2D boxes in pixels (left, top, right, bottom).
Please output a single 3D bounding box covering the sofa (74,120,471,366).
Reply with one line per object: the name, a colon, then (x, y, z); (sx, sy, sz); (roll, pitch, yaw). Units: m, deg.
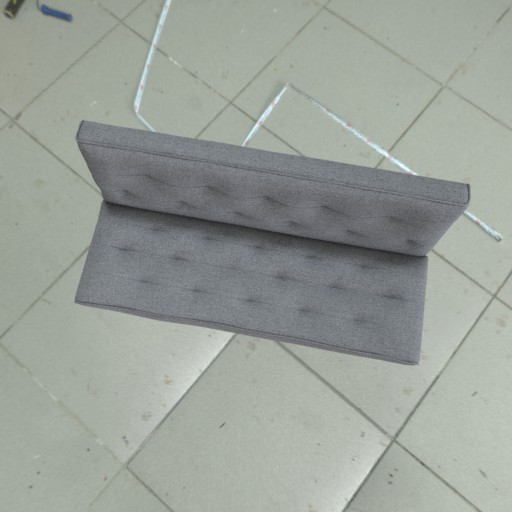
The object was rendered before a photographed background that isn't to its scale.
sofa: (0.000, 0.000, 2.296); (1.820, 0.830, 0.810); (10, 75, 3)
